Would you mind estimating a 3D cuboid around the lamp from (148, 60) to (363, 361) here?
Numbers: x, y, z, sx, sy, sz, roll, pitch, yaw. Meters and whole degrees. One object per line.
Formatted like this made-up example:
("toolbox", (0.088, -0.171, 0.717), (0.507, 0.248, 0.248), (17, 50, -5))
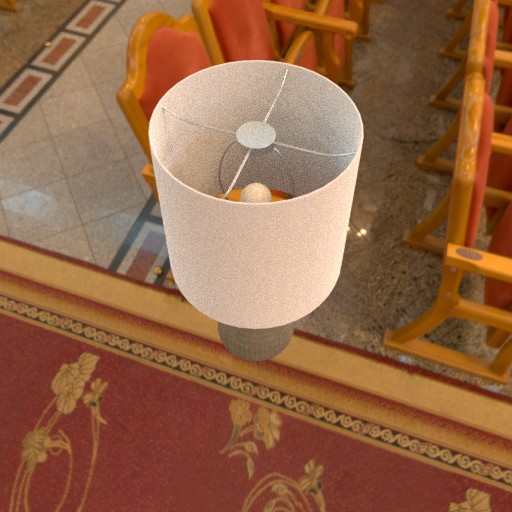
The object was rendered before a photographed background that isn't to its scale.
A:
("lamp", (0.000, 0.000, 0.494), (0.186, 0.369, 0.186), (0, 56, 0))
